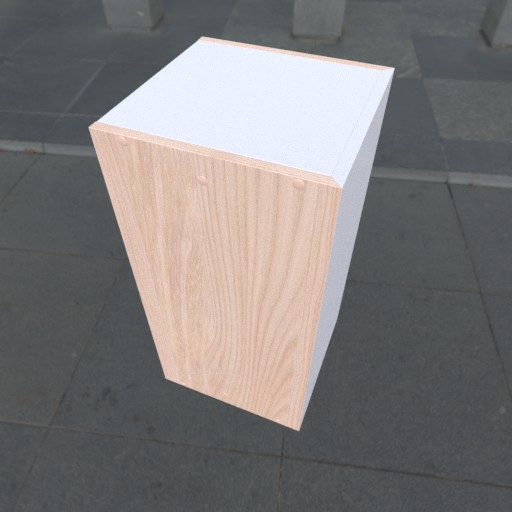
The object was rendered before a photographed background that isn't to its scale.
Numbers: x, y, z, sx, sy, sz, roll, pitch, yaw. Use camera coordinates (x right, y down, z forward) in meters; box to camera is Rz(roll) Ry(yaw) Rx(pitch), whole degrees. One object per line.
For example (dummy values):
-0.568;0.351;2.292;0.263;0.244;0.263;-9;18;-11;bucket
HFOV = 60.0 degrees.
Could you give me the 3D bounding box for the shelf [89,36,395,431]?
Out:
0.000;0.000;0.775;0.297;0.594;0.290;16;49;15;shelf
